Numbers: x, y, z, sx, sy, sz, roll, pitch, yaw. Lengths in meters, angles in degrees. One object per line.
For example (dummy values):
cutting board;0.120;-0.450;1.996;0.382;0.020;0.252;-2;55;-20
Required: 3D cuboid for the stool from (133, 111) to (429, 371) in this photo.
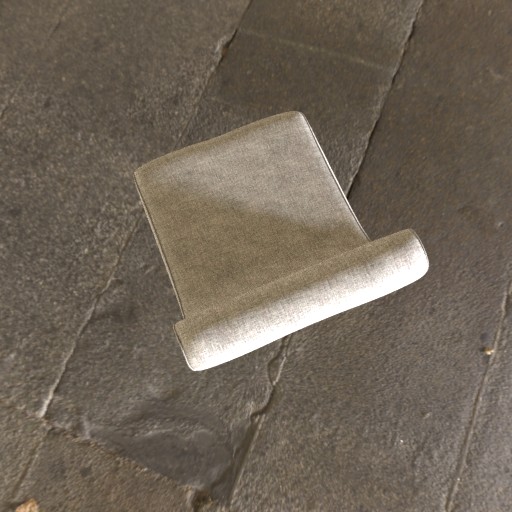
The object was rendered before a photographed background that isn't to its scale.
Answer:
stool;0.000;0.000;1.203;0.426;0.965;0.499;-22;76;-6
